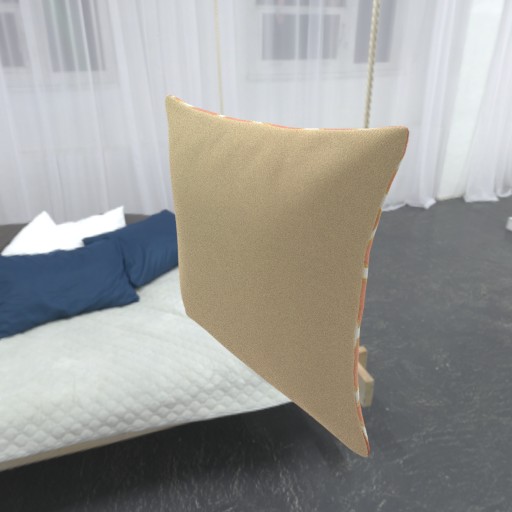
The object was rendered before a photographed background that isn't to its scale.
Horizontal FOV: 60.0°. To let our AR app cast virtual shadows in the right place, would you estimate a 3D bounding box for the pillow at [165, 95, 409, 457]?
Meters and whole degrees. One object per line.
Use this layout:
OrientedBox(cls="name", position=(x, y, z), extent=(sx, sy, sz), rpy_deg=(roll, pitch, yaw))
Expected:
OrientedBox(cls="pillow", position=(0.000, 0.000, 0.788), extent=(0.166, 0.508, 0.552), rpy_deg=(-18, 30, -35))
